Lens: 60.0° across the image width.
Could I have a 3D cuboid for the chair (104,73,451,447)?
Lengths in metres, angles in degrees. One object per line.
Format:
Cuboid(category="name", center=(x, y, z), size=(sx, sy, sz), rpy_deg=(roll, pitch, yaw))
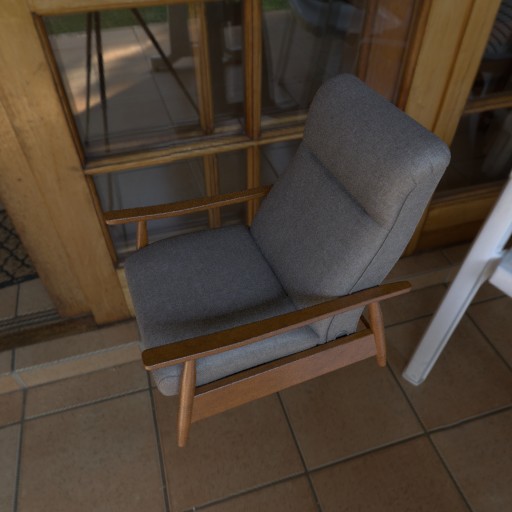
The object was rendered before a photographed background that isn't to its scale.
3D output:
Cuboid(category="chair", center=(0.000, 0.000, 1.723), size=(1.014, 1.081, 0.762), rpy_deg=(-16, 47, -16))
